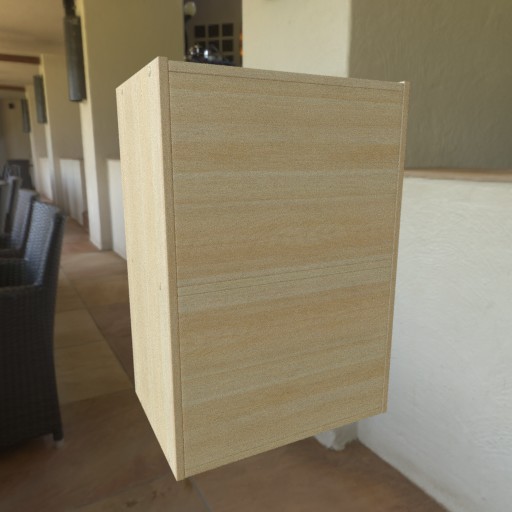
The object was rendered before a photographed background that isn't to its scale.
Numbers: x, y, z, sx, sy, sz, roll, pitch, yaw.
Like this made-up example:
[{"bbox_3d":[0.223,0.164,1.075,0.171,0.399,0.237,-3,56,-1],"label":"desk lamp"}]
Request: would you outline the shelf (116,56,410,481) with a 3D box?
[{"bbox_3d":[0.000,0.000,0.814,0.414,0.592,0.290,-6,14,-26],"label":"shelf"}]
